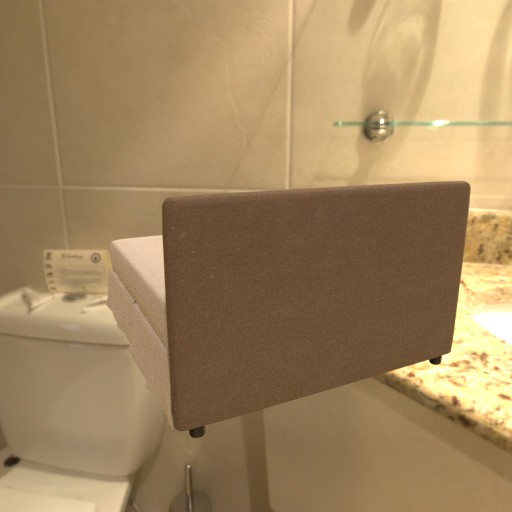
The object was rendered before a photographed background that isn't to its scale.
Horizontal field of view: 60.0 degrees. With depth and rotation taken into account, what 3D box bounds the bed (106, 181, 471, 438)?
[{"bbox_3d":[0.000,0.000,3.608,2.119,1.317,2.341,-7,16,-26],"label":"bed"}]
